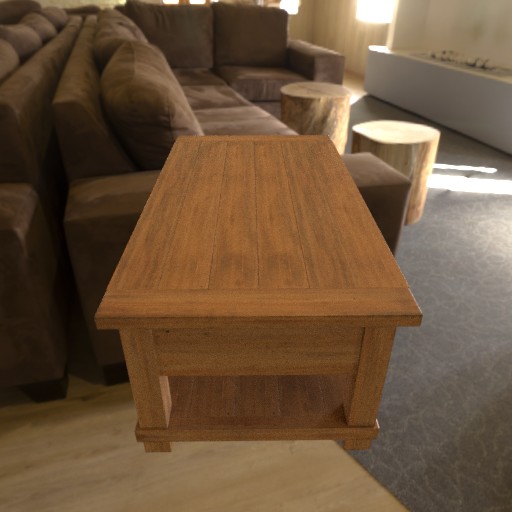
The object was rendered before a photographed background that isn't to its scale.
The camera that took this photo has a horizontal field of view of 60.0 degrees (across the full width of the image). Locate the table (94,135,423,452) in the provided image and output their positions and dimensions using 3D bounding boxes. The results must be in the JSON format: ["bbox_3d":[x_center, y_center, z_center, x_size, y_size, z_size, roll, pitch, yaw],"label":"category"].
[{"bbox_3d":[0.000,0.000,1.579,0.693,0.494,1.270,0,32,-1],"label":"table"}]
